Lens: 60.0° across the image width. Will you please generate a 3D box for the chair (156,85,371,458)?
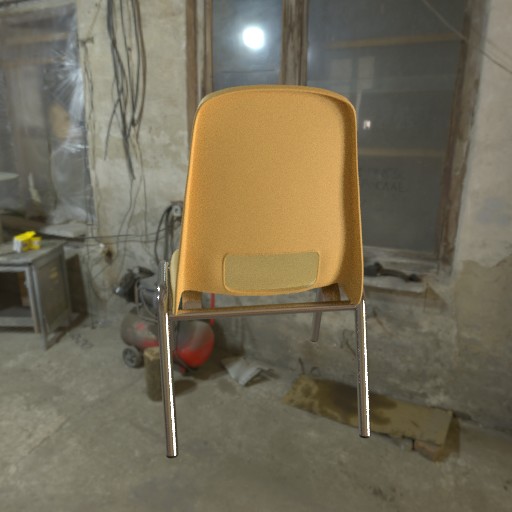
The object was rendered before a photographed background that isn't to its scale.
[{"bbox_3d":[0.000,0.000,0.789,0.354,0.536,0.385,-2,16,-8],"label":"chair"}]
